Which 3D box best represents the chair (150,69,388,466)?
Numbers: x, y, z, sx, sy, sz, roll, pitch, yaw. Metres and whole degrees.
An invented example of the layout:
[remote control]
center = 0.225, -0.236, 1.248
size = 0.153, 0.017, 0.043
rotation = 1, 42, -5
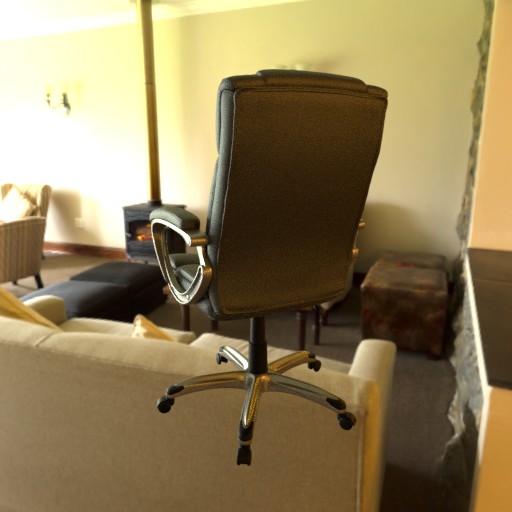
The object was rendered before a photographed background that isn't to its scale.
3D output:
[chair]
center = 0.000, 0.000, 1.559
size = 0.721, 1.130, 0.719
rotation = -7, 15, -25
